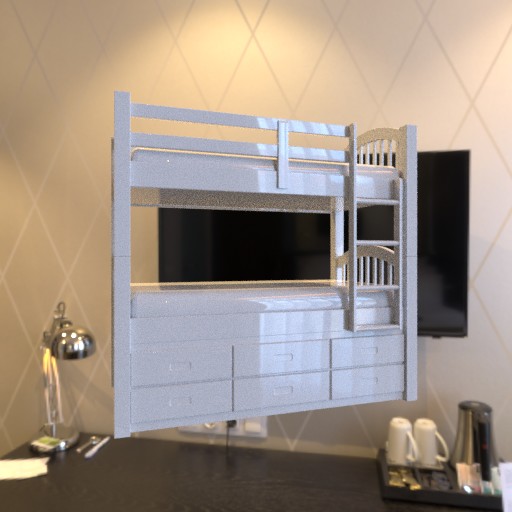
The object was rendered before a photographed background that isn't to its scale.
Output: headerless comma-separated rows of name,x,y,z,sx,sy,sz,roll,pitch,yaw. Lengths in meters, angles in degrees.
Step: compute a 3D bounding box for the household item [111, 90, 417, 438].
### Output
household item,0.000,0.000,3.294,2.032,2.032,1.143,0,0,-19
